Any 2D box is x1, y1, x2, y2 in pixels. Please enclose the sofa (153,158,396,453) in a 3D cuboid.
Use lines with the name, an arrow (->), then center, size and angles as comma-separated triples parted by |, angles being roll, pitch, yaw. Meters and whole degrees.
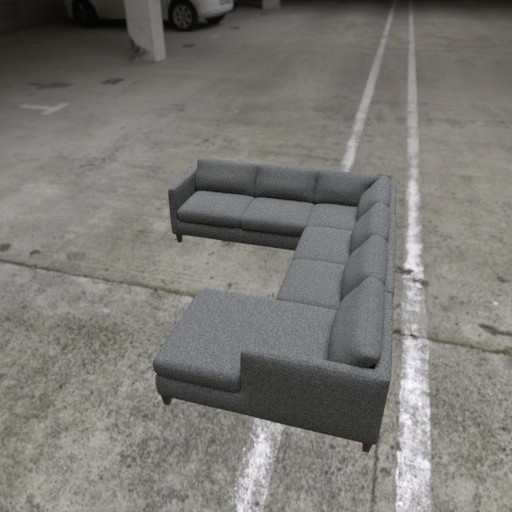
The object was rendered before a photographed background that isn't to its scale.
sofa -> 0.000, 0.000, 4.296 | 2.551, 0.853, 3.238 | 8, 32, 13
